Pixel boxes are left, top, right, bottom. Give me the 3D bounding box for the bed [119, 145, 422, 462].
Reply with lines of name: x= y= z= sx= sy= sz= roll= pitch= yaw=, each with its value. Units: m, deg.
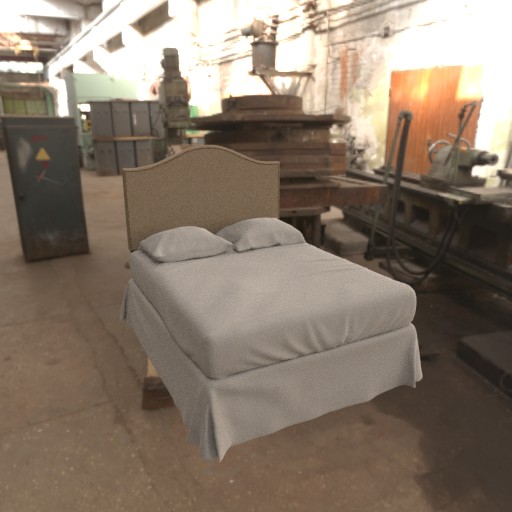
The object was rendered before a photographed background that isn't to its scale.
bed: x=0.000 y=0.000 z=3.567 sx=1.876 sy=1.645 sz=2.221 roll=-9 pitch=19 yaw=-26
